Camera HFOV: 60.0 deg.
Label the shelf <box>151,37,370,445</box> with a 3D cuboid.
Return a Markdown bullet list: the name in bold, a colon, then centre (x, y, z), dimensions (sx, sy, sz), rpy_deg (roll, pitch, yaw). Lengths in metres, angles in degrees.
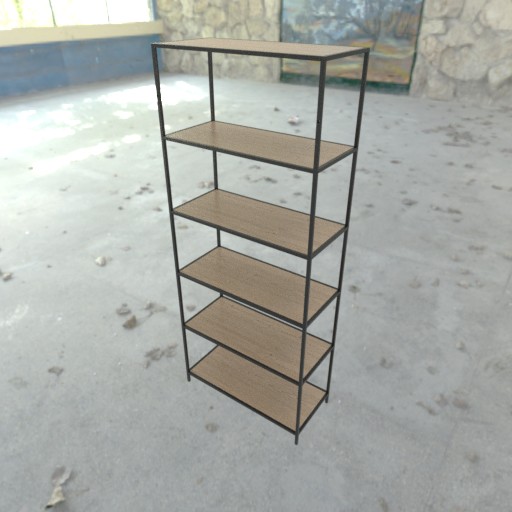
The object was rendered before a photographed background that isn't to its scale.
- **shelf**: centre (0.000, 0.000, 2.146), dimensions (0.770, 1.850, 0.350), rpy_deg (20, 36, 30)
